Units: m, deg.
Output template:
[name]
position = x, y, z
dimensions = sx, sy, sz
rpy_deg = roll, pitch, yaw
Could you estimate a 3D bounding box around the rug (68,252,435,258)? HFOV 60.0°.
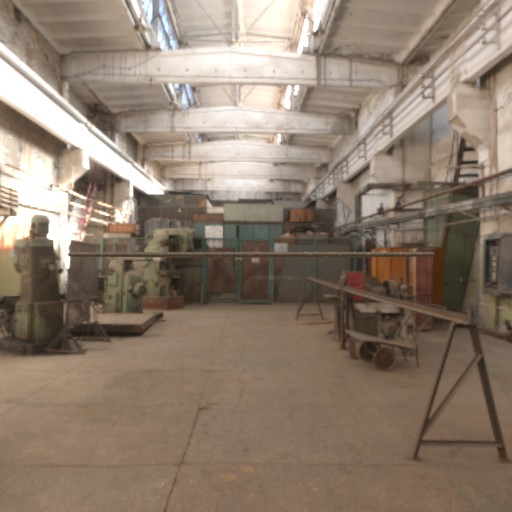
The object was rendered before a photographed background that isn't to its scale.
[rug]
position = 0.000, 0.000, 2.242
dimensions = 1.144, 0.014, 1.748
rpy_deg = 0, 0, 1
